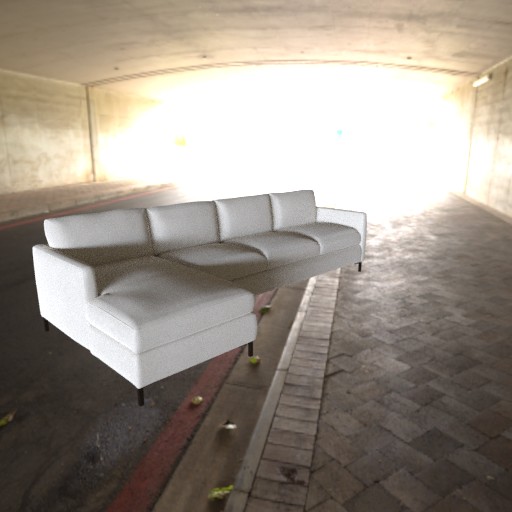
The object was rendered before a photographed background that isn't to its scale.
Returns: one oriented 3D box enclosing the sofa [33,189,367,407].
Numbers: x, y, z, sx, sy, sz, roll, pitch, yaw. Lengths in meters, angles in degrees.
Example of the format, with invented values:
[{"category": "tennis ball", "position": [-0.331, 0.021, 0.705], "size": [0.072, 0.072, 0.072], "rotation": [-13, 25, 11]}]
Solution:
[{"category": "sofa", "position": [0.000, 0.000, 3.805], "size": [3.186, 0.875, 1.467], "rotation": [-14, 20, -43]}]
